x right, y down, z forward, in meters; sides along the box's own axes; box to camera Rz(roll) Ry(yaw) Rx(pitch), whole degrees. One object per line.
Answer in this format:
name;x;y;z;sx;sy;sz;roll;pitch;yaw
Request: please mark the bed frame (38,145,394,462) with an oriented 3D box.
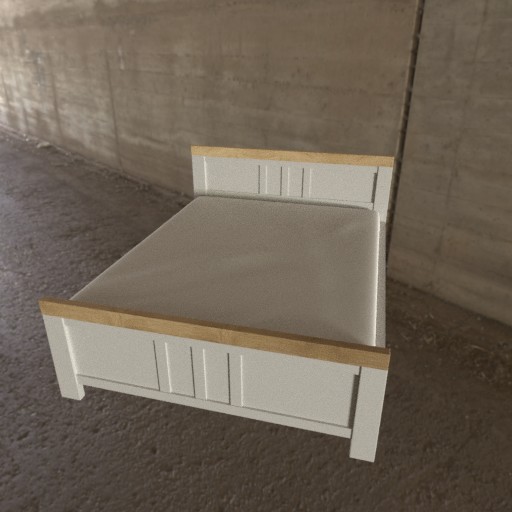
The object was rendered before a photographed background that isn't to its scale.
bed frame;0.000;0.000;2.929;1.670;0.980;2.050;6;26;13
